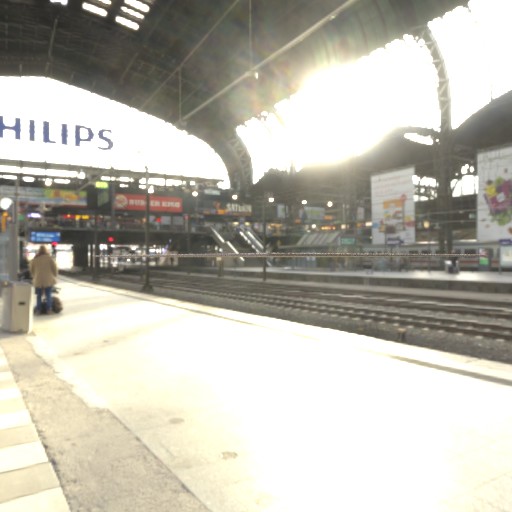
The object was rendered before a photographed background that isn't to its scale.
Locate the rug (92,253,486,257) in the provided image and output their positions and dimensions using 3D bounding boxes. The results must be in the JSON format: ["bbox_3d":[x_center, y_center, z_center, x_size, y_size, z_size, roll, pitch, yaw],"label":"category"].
[{"bbox_3d":[0.000,0.000,2.300,1.175,0.008,1.783,0,0,-35],"label":"rug"}]
